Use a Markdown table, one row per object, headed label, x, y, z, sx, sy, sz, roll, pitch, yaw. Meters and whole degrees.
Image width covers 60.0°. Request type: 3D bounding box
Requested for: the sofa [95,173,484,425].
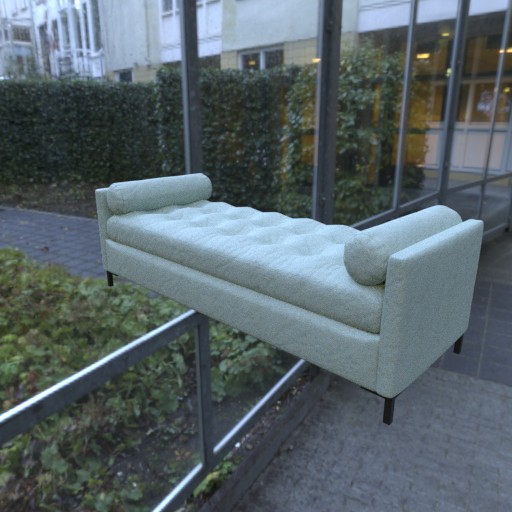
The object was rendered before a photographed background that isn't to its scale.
| label | x | y | z | sx | sy | sz | roll | pitch | yaw |
| --- | --- | --- | --- | --- | --- | --- | --- | --- | --- |
| sofa | 0.000 | 0.000 | 2.466 | 2.102 | 0.705 | 0.796 | 16 | 24 | 41 |
